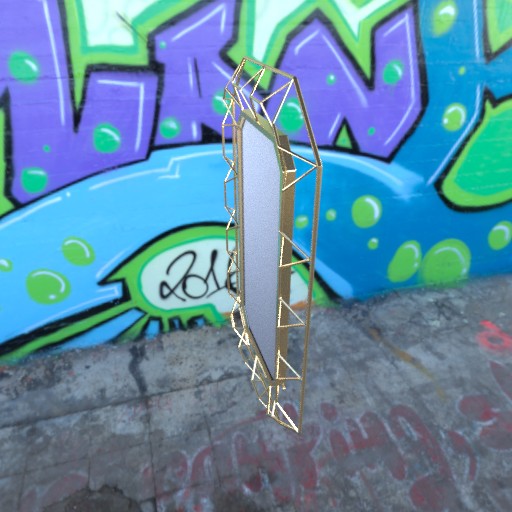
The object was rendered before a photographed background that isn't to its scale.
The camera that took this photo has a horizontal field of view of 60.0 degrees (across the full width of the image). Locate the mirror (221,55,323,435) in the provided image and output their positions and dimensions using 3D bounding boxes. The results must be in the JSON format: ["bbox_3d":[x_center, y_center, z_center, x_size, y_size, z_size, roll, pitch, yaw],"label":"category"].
[{"bbox_3d":[0.000,0.000,1.090,0.051,0.870,0.572,-9,31,-14],"label":"mirror"}]
